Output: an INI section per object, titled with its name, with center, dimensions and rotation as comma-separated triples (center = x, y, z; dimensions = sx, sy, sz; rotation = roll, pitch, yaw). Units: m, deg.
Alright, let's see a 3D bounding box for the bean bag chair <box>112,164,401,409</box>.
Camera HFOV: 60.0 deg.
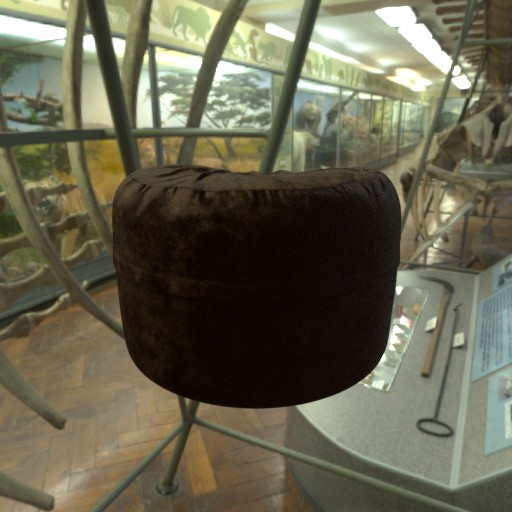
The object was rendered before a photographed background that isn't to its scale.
[bean bag chair]
center = 0.000, 0.000, 1.490
dimensions = 0.918, 0.616, 0.918
rotation = 0, 17, 0
